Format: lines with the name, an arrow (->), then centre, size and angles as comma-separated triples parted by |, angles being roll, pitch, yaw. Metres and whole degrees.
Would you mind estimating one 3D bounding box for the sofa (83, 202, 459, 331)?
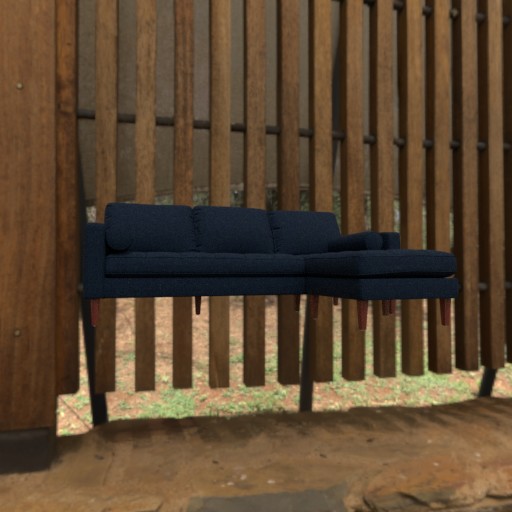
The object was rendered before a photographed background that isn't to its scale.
sofa -> 0.000, 0.000, 2.996 | 2.185, 0.841, 1.613 | 1, -2, -19
